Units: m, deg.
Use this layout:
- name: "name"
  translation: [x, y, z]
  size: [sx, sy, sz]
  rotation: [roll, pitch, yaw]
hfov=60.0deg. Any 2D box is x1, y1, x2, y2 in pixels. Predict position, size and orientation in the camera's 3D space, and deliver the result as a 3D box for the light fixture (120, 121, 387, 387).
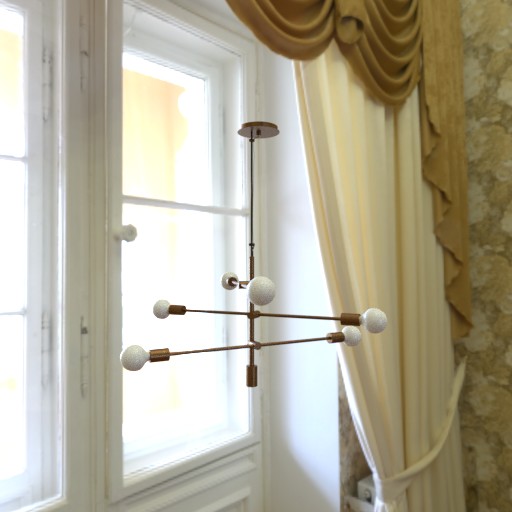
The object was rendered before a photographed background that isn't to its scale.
- name: "light fixture"
  translation: [0.000, 0.000, 1.272]
  size: [0.682, 0.744, 0.637]
  rotation: [0, -1, 0]
